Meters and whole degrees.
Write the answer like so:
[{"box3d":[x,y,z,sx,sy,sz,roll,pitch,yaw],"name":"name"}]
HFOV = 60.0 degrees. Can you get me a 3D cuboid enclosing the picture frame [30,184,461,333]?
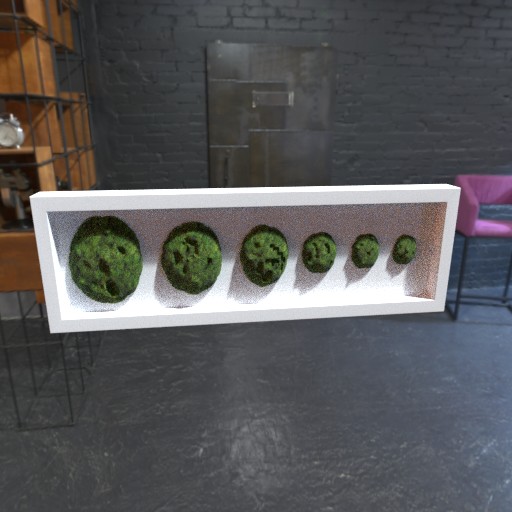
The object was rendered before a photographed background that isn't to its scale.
[{"box3d":[0.000,0.000,0.837,0.759,0.250,0.050,-2,17,-7],"name":"picture frame"}]
